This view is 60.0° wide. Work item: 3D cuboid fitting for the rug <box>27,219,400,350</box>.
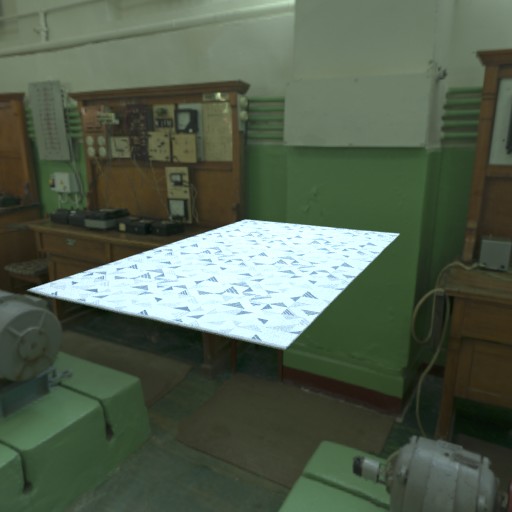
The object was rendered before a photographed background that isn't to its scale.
[{"bbox_3d":[0.000,0.000,3.087,1.512,0.009,2.457,8,16,26],"label":"rug"}]
